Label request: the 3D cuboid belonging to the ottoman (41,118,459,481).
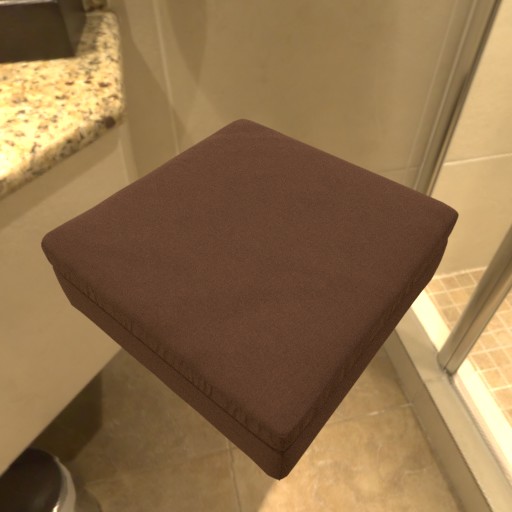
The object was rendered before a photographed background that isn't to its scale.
[{"bbox_3d":[0.000,0.000,1.821,1.181,0.470,1.181,31,54,26],"label":"ottoman"}]
